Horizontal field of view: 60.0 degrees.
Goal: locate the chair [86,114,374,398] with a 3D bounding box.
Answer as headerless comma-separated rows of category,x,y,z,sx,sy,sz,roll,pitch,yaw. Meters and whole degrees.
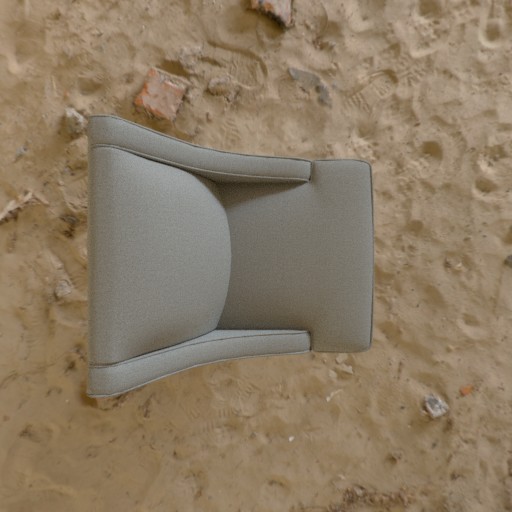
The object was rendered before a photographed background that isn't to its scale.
chair,0.000,0.000,1.361,0.737,0.864,0.610,0,90,0
